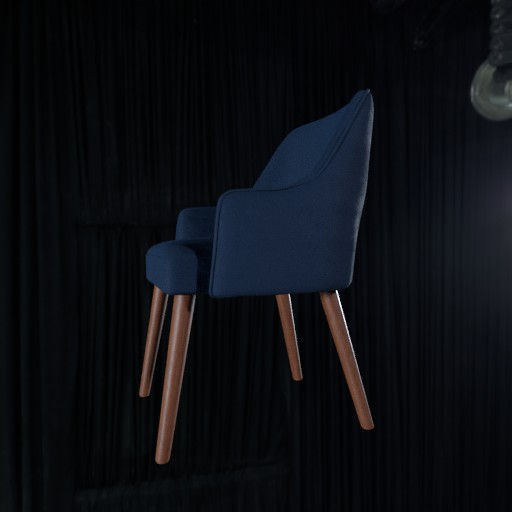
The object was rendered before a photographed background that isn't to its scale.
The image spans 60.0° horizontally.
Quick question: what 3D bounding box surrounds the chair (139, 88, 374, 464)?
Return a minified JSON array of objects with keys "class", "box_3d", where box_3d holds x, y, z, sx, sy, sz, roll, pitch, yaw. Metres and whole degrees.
[{"class":"chair","box_3d":[0.000,0.000,1.210,0.591,0.844,0.559,-1,2,-19]}]
